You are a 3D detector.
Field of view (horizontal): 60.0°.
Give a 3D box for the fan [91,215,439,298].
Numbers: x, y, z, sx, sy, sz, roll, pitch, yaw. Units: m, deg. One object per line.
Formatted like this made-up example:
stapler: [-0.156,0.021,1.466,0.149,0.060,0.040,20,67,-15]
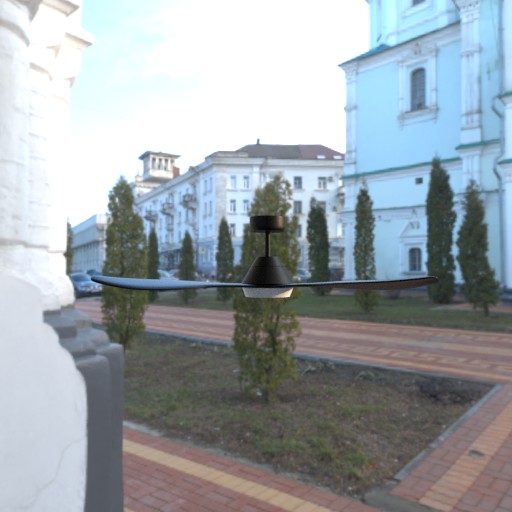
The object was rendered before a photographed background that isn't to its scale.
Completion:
fan: [0.000,0.000,1.608,1.067,0.305,1.067,1,-2,-35]
